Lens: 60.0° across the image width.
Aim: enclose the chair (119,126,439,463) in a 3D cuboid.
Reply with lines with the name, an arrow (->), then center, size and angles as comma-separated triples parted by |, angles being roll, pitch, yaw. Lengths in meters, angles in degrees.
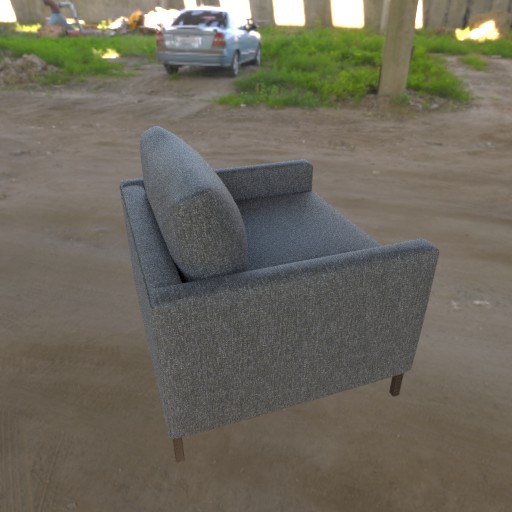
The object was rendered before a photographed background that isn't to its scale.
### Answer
chair -> 0.000, 0.000, 1.655 | 0.866, 0.861, 0.963 | -10, 31, -17
